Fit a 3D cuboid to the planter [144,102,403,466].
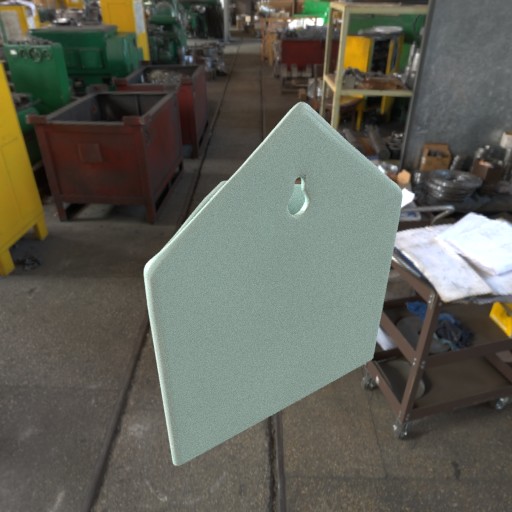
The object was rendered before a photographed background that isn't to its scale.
[{"bbox_3d":[0.000,0.000,0.274,0.164,0.197,0.079,-19,36,-28],"label":"planter"}]
